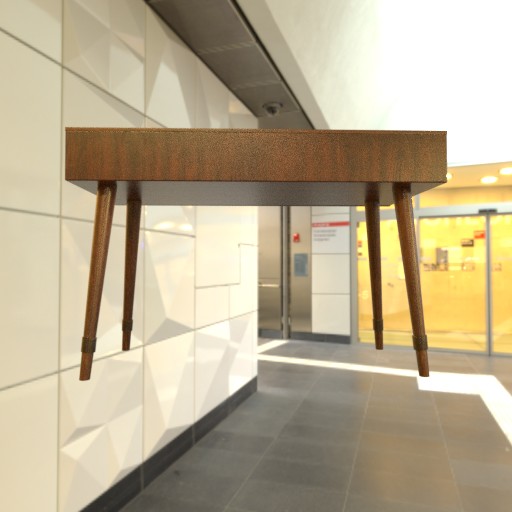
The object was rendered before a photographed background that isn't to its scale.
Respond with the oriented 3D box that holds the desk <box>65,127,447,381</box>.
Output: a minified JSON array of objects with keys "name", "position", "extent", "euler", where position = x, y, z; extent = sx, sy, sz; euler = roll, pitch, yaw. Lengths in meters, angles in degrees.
[{"name":"desk","position":[0.000,0.000,2.180],"extent":[1.577,1.031,0.734],"euler":[0,-1,-2]}]
